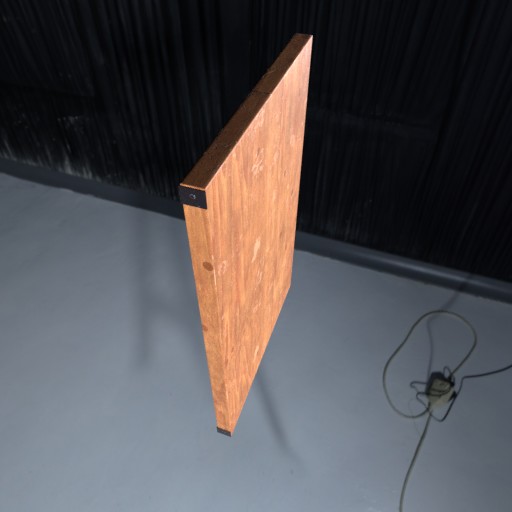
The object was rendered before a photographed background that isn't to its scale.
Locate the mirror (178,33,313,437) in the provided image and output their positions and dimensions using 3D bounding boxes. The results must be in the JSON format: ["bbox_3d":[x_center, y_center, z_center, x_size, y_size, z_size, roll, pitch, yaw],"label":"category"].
[{"bbox_3d":[0.000,0.000,0.980,0.053,0.761,0.517,14,48,13],"label":"mirror"}]
